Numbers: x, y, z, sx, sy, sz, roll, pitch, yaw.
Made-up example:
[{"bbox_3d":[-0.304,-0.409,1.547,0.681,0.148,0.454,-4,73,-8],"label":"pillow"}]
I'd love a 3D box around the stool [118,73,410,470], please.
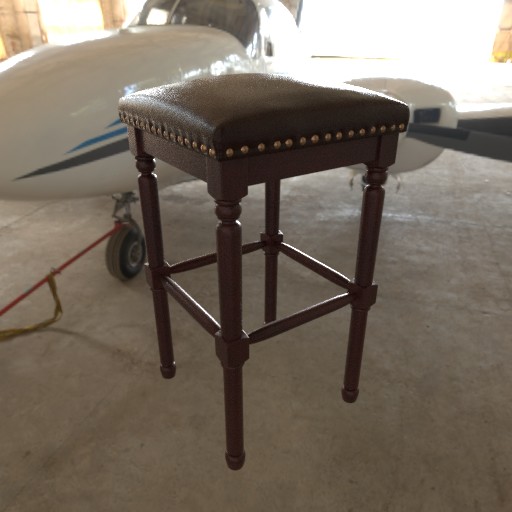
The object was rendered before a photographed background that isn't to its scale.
[{"bbox_3d":[0.000,0.000,0.922,0.382,0.702,0.383,-17,31,-31],"label":"stool"}]
